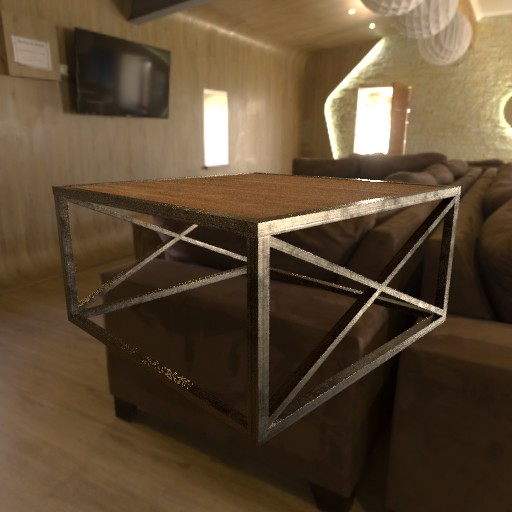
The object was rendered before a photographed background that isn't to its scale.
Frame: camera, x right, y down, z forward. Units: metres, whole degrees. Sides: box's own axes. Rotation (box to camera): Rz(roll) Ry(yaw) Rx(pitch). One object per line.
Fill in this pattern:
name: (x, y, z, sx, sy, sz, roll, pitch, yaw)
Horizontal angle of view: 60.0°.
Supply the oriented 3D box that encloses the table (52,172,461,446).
table: (0.000, 0.000, 1.441, 0.909, 0.451, 0.899, 14, 20, 43)
